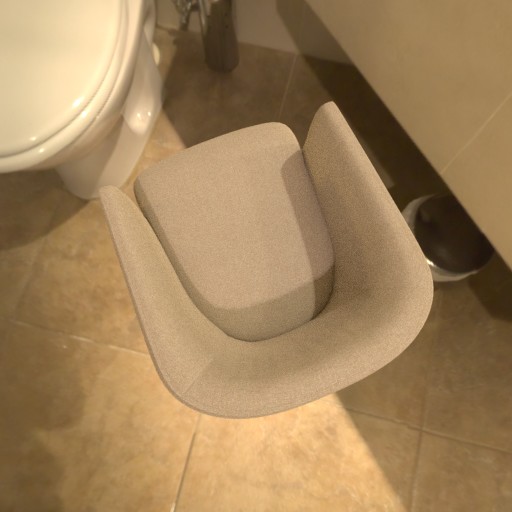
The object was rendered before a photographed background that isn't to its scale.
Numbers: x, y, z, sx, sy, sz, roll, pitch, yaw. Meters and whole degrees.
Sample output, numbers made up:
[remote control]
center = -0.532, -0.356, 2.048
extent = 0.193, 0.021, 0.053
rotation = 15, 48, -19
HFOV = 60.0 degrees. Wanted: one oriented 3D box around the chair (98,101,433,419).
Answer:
[chair]
center = 0.000, 0.000, 1.596
extent = 0.822, 0.861, 0.986
rotation = -22, 76, -6
